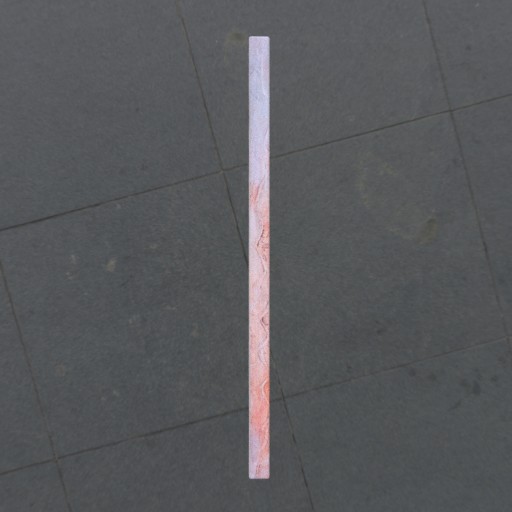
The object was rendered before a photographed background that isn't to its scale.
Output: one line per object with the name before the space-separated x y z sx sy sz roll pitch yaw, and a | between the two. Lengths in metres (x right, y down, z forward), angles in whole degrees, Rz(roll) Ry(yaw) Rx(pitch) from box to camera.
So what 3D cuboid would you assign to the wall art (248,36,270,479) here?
wall art | 0.000 0.000 1.118 0.035 0.747 0.747 0 91 -1
